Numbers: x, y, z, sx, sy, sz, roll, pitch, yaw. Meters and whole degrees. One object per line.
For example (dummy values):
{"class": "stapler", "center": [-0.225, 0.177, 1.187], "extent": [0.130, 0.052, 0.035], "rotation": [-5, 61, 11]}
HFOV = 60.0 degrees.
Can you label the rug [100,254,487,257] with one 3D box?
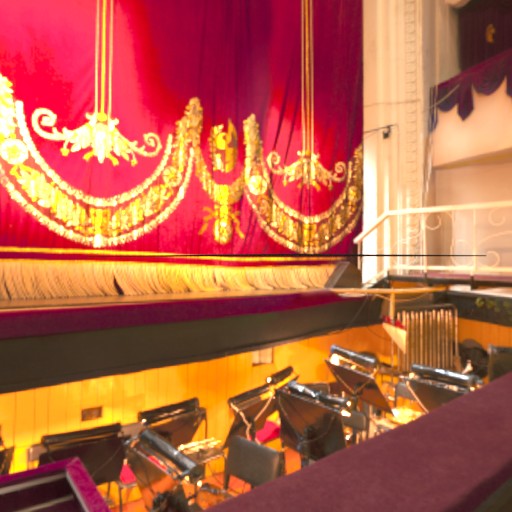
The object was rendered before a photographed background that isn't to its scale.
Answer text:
{"class": "rug", "center": [0.000, 0.000, 2.329], "extent": [1.200, 0.005, 1.819], "rotation": [0, 0, -37]}
